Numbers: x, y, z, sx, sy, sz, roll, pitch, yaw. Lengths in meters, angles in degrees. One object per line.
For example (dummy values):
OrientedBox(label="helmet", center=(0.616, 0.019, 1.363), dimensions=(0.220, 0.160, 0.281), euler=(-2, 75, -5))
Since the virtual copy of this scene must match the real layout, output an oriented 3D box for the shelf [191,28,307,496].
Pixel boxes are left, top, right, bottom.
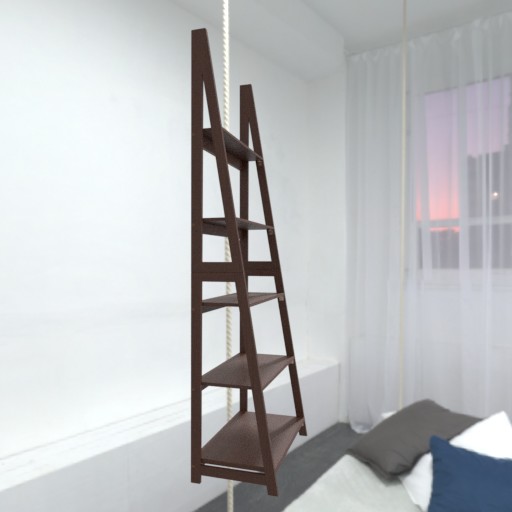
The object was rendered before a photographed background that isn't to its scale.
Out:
OrientedBox(label="shelf", center=(0.000, 0.000, 1.967), dimensions=(0.350, 1.770, 0.600), euler=(0, 0, 17))
